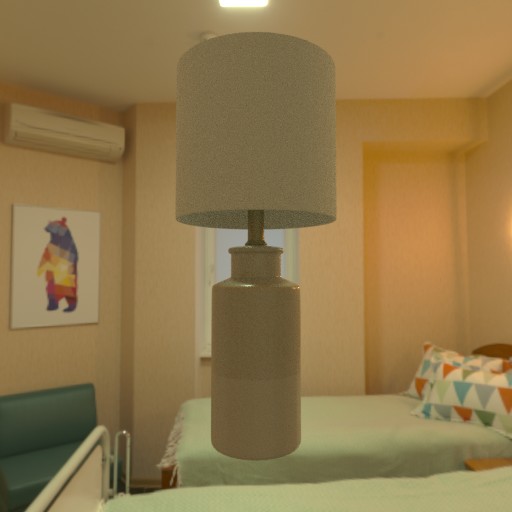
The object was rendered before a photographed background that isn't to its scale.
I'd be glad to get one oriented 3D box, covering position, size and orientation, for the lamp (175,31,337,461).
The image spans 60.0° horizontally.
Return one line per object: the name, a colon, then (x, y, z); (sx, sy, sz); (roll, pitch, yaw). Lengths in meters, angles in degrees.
lamp: (0.000, 0.000, 0.590); (0.212, 0.493, 0.212); (2, -3, -35)
